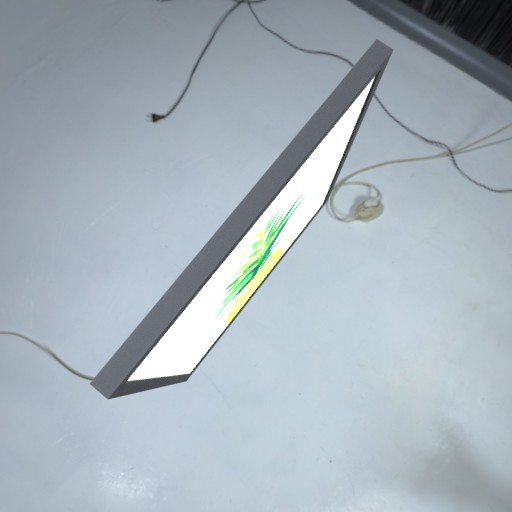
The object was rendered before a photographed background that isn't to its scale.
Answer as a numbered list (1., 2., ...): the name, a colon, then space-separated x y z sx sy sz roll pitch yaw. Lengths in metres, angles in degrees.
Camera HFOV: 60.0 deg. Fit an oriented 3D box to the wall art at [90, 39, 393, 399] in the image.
1. wall art: 0.000 0.000 1.099 0.037 0.760 0.762 37 79 8
